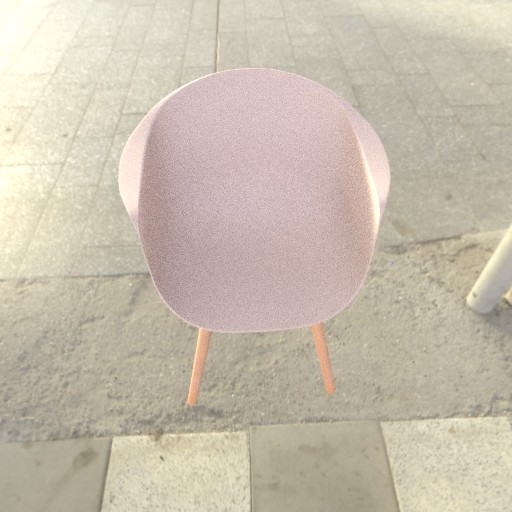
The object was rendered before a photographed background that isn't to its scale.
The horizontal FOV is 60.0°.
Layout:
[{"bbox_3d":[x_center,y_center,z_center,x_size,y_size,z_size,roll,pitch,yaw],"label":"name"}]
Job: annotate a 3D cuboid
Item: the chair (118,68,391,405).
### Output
[{"bbox_3d":[0.000,0.000,1.180,0.593,0.781,0.504,-4,49,-3],"label":"chair"}]
